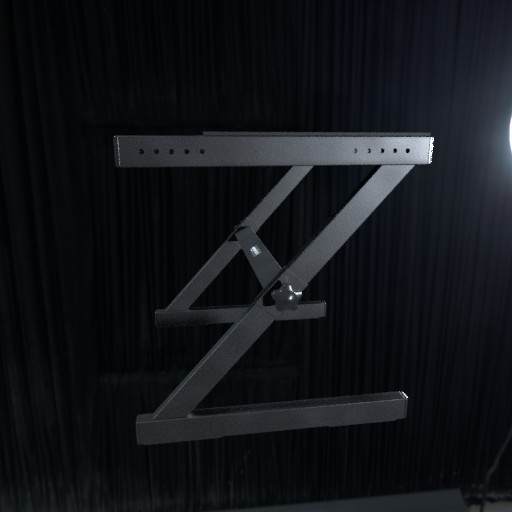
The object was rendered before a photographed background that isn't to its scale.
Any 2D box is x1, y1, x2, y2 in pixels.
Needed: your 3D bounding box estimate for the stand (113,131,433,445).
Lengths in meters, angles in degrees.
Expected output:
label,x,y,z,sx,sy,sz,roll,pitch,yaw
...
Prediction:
label,x,y,z,sx,sy,sz,roll,pitch,yaw
stand,0.000,0.000,1.165,0.586,0.617,0.700,-2,15,-8
